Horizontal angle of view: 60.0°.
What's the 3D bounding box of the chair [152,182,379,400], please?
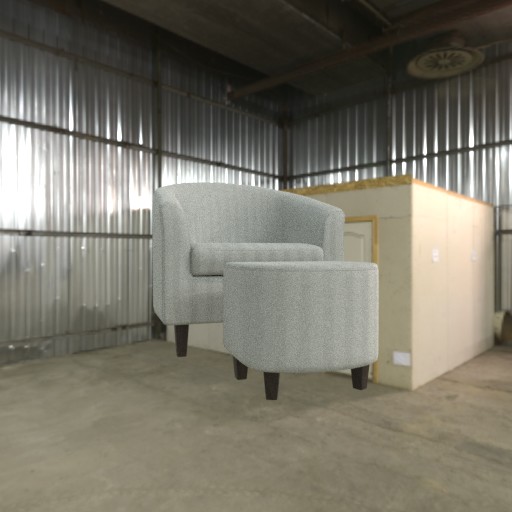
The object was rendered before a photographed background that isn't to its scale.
[{"bbox_3d":[0.000,0.000,1.750,0.756,0.757,1.288,0,1,-19],"label":"chair"}]
